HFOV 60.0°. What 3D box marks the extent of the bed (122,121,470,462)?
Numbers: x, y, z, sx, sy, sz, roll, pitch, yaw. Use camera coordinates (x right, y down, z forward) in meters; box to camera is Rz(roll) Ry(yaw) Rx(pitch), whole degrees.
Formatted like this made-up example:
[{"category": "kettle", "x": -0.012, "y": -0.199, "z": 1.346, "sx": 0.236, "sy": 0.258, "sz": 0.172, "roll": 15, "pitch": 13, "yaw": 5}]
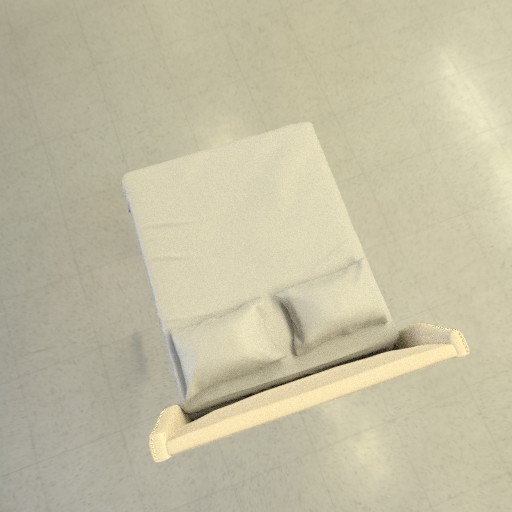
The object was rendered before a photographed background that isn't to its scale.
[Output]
[{"category": "bed", "x": 0.000, "y": 0.000, "z": 3.407, "sx": 1.925, "sy": 1.332, "sz": 2.276, "roll": -17, "pitch": 75, "yaw": -5}]
